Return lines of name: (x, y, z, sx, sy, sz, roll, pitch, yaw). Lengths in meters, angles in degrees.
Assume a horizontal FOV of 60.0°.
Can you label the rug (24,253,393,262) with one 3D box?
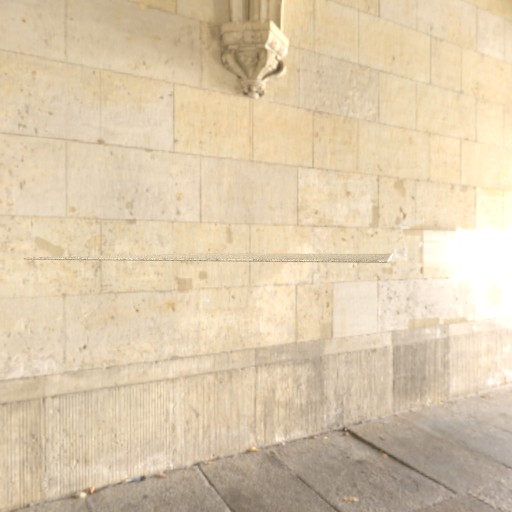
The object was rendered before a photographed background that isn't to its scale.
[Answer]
rug: (0.000, 0.000, 4.169, 2.447, 0.014, 3.061, 0, 1, 18)
